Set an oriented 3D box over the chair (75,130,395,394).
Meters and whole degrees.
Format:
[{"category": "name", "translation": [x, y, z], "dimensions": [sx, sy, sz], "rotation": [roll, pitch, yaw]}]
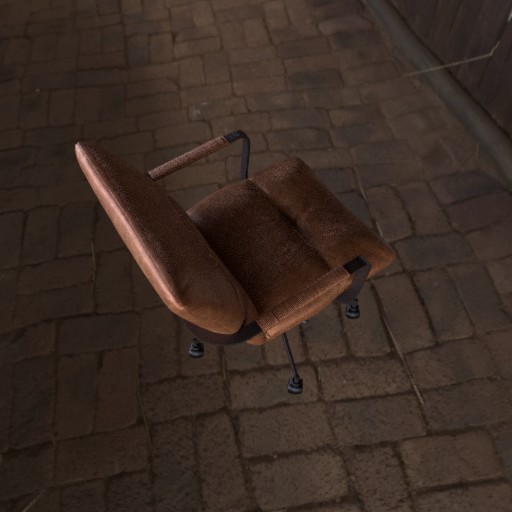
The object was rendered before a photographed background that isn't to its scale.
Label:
[{"category": "chair", "translation": [0.000, 0.000, 1.466], "dimensions": [0.754, 0.922, 0.727], "rotation": [-29, 61, -18]}]
